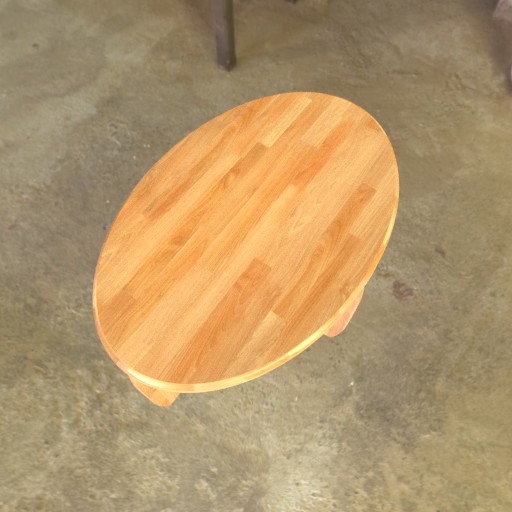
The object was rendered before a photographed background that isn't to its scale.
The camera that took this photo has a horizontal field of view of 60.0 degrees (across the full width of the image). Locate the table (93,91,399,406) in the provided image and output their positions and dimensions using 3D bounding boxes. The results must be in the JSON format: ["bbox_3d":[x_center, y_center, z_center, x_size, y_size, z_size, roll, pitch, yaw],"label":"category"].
[{"bbox_3d":[0.000,0.000,1.391,0.690,0.490,1.040,31,66,16],"label":"table"}]
